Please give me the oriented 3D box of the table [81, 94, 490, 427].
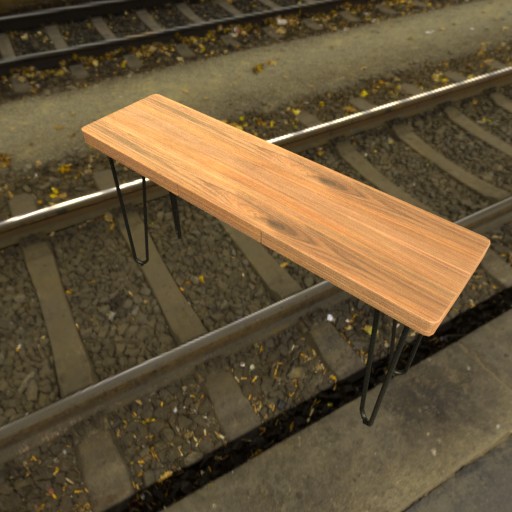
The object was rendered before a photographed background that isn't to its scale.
[{"bbox_3d":[0.000,0.000,1.915,1.570,0.834,0.425,31,53,26],"label":"table"}]
